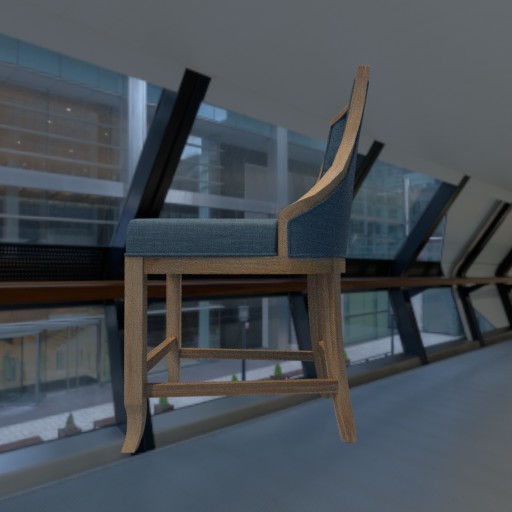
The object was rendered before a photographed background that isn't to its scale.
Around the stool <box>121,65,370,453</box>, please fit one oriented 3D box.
[{"bbox_3d":[0.000,0.000,1.304,0.626,0.938,0.524,0,-1,1],"label":"stool"}]
